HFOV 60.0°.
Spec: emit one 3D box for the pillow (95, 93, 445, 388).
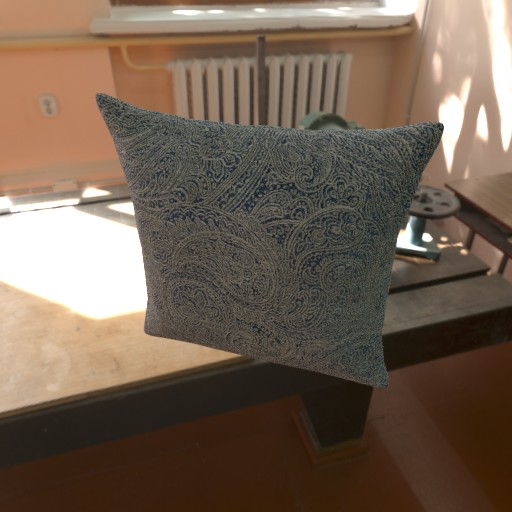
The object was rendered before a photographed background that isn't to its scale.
[{"bbox_3d":[0.000,0.000,0.769,0.523,0.510,0.166,10,34,15],"label":"pillow"}]
